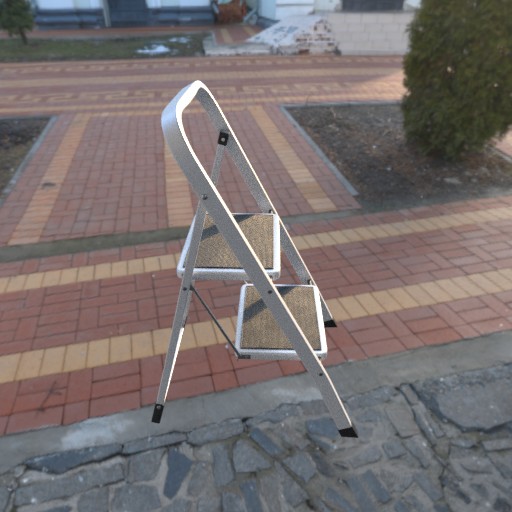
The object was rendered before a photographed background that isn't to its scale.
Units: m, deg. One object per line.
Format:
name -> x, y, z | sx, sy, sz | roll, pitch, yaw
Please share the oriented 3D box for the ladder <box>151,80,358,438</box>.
ladder -> 0.000, 0.000, 1.138 | 0.544, 0.810, 0.460 | 1, 31, 2
